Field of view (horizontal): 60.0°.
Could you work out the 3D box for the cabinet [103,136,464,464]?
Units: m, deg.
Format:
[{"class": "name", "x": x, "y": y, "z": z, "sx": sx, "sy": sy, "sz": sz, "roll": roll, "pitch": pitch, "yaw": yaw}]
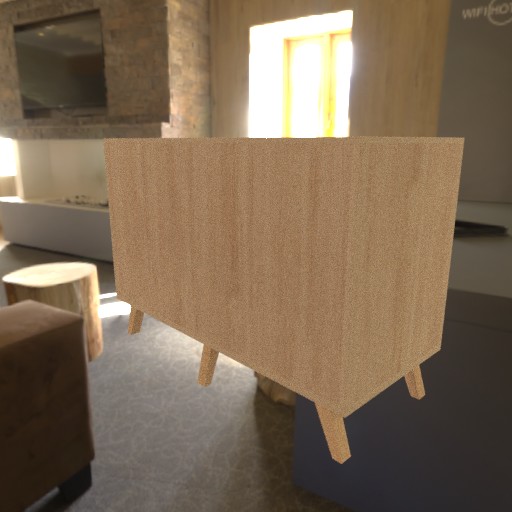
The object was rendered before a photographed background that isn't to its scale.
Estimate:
[{"class": "cabinet", "x": 0.000, "y": 0.000, "z": 1.518, "sx": 0.500, "sy": 0.780, "sz": 1.110, "roll": -14, "pitch": 20, "yaw": -42}]
